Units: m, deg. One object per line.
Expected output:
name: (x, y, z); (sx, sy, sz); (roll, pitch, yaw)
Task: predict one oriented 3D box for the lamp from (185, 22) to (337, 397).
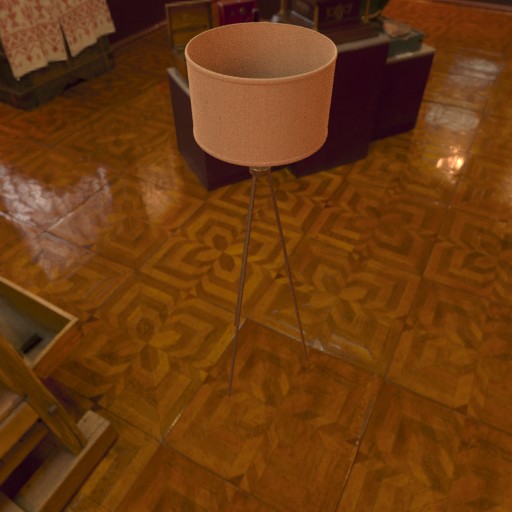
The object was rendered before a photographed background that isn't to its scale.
lamp: (0.000, 0.000, 1.724); (0.449, 1.545, 0.460); (23, 49, 21)
